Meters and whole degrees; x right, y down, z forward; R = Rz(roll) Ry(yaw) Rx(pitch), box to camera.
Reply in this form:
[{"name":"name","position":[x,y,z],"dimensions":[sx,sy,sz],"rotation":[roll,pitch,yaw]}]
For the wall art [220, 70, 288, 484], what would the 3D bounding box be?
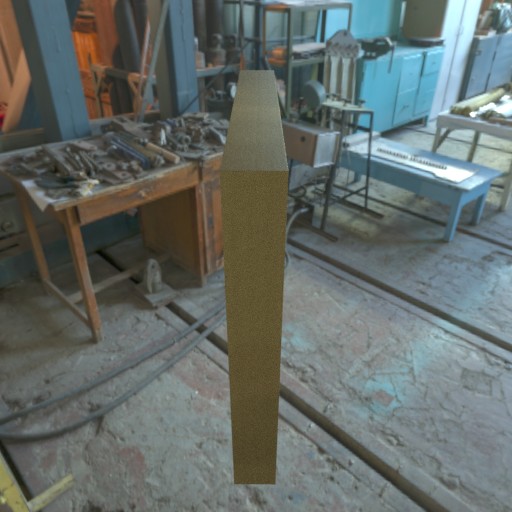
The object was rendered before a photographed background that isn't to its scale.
[{"name":"wall art","position":[0.000,0.000,0.455],"dimensions":[0.038,0.305,0.304],"rotation":[0,32,0]}]
